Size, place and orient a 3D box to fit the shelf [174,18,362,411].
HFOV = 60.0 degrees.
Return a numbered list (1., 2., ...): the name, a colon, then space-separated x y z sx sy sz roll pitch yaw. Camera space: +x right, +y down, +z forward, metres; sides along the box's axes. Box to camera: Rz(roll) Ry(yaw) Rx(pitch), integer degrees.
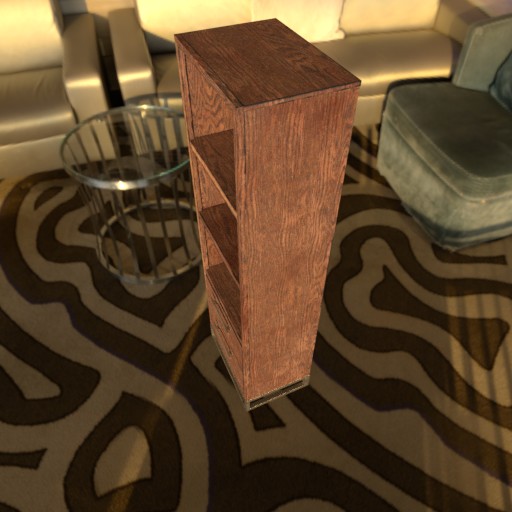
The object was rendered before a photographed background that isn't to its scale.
1. shelf: 0.000 0.000 1.951 0.395 1.732 0.539 -18 49 -16
